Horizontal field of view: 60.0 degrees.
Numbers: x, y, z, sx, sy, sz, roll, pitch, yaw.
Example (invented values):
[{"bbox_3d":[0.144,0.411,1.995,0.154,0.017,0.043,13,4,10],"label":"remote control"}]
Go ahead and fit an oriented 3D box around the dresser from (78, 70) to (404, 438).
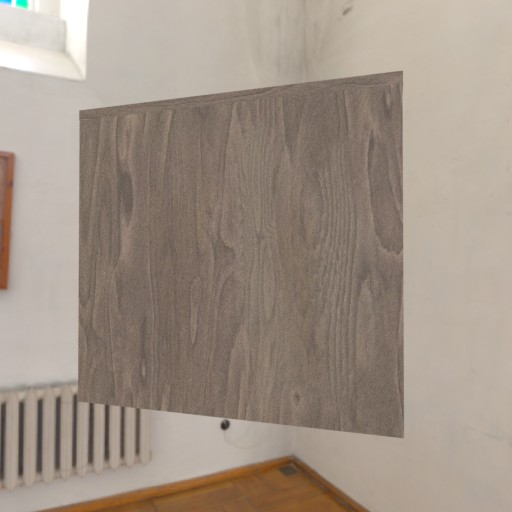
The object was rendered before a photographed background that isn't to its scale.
[{"bbox_3d":[0.000,0.000,1.292,0.809,0.762,0.529,0,-1,17],"label":"dresser"}]
